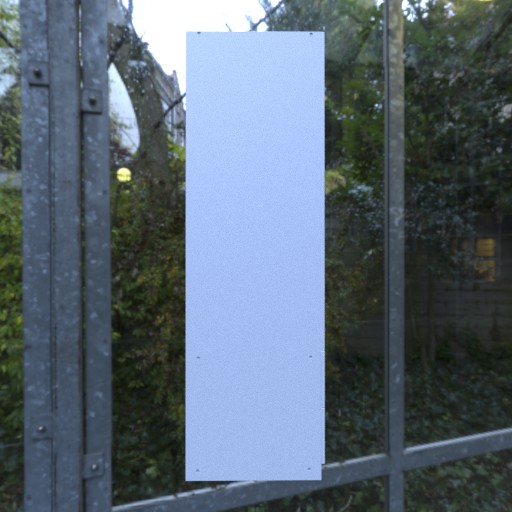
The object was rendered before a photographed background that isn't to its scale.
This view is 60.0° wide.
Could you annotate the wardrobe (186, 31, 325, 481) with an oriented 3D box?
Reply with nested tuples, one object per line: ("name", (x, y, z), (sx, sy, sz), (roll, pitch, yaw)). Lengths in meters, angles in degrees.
("wardrobe", (0.000, 0.000, 2.277), (0.577, 1.808, 0.991), (0, 0, -1))
